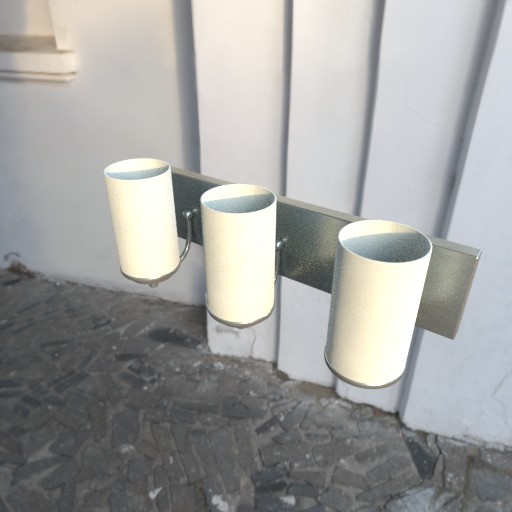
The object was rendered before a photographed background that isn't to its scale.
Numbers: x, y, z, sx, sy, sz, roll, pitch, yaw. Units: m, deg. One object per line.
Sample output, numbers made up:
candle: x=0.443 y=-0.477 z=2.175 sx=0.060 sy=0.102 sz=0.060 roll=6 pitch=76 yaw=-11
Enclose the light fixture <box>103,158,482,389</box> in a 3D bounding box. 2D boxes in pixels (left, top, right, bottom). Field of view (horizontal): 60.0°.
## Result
light fixture: x=0.000 y=0.000 z=0.528 sx=0.451 sy=0.172 sz=0.145 roll=20 pitch=36 yaw=30
